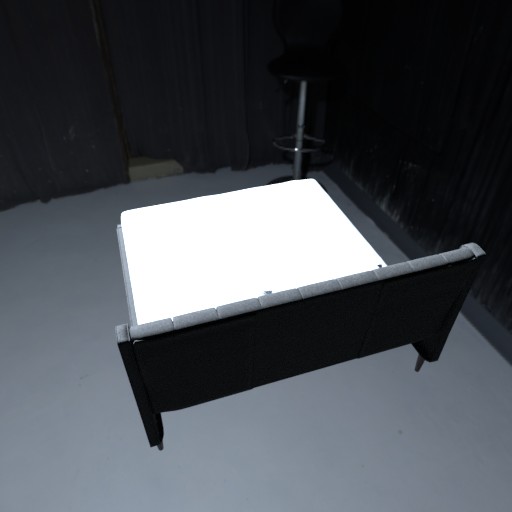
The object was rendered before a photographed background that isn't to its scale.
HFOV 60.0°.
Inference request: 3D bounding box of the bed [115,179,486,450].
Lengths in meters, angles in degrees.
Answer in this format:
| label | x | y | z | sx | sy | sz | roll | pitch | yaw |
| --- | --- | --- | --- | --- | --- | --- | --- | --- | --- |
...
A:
| label | x | y | z | sx | sy | sz | roll | pitch | yaw |
| --- | --- | --- | --- | --- | --- | --- | --- | --- | --- |
| bed | 0.000 | 0.000 | 2.579 | 1.531 | 0.933 | 1.638 | -12 | 42 | -14 |
